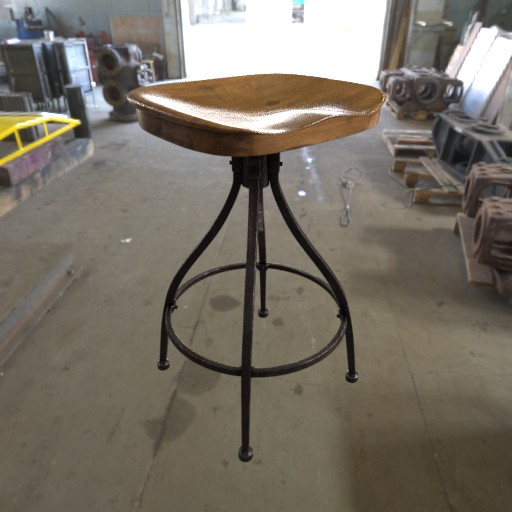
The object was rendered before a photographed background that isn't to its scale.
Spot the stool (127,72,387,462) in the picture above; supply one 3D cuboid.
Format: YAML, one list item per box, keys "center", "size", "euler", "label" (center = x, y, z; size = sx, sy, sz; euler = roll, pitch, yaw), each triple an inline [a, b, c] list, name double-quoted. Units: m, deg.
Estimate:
- center: [0.000, 0.000, 0.972]
  size: [0.432, 0.694, 0.424]
  euler: [-23, 37, -34]
  label: "stool"
